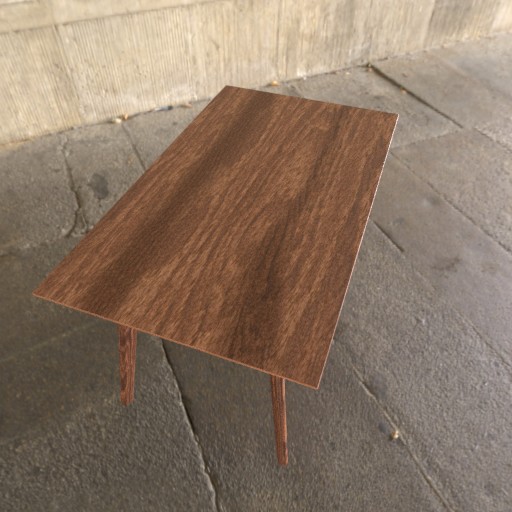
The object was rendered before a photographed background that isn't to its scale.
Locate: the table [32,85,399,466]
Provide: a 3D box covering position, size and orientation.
[{"bbox_3d":[0.000,0.000,1.808,0.801,0.724,1.349,15,48,14],"label":"table"}]
